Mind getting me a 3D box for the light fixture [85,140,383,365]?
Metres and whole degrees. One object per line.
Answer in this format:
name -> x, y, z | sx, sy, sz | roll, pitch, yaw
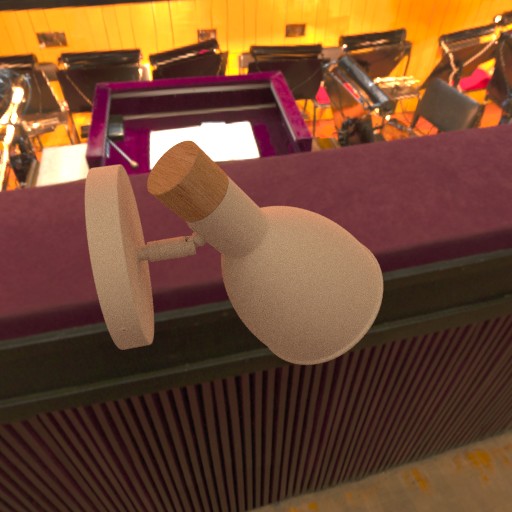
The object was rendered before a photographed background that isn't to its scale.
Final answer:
light fixture -> 0.000, 0.000, 0.339 | 0.209, 0.199, 0.127 | -9, 46, -9
